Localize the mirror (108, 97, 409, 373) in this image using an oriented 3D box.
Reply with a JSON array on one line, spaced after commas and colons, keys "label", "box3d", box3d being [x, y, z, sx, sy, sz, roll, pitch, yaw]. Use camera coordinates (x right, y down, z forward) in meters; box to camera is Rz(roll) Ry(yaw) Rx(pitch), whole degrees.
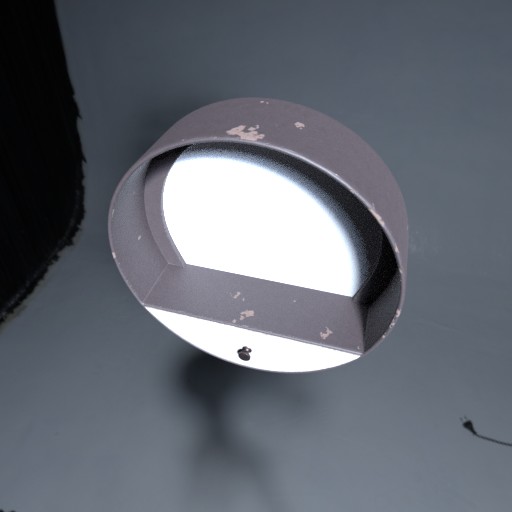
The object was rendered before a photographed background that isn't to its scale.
[{"label": "mirror", "box3d": [0.000, 0.000, 0.597, 0.386, 0.386, 0.126, 11, 42, 12]}]
